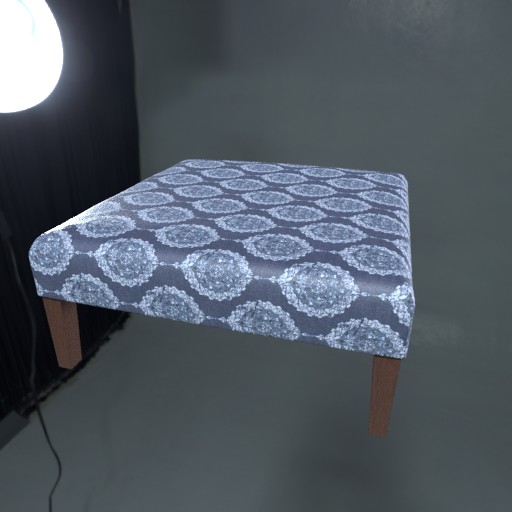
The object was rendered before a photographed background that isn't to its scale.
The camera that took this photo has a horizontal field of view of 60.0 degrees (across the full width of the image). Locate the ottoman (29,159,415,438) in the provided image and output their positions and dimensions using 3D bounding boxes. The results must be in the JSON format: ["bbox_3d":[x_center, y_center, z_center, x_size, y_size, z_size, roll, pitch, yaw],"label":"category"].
[{"bbox_3d":[0.000,0.000,1.393,0.890,0.409,0.889,7,26,15],"label":"ottoman"}]
